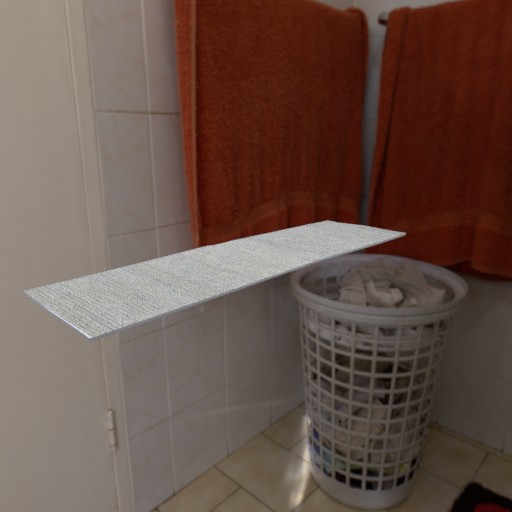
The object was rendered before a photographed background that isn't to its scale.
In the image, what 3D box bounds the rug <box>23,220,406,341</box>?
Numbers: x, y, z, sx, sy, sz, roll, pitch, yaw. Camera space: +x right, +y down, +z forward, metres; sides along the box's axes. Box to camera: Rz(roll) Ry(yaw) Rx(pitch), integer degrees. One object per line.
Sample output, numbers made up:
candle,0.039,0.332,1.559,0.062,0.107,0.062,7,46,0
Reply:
rug,0.000,0.000,2.581,2.341,0.037,0.675,-15,22,-43
